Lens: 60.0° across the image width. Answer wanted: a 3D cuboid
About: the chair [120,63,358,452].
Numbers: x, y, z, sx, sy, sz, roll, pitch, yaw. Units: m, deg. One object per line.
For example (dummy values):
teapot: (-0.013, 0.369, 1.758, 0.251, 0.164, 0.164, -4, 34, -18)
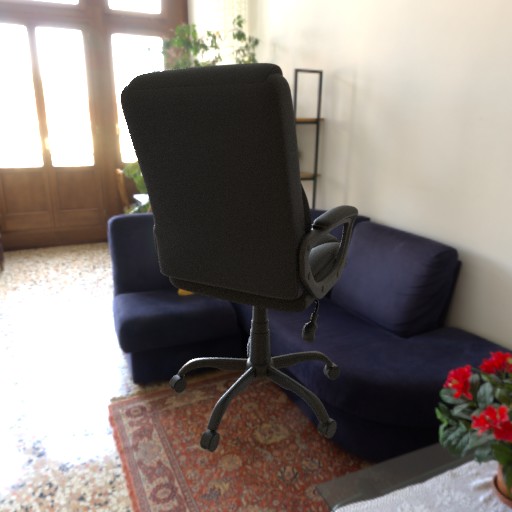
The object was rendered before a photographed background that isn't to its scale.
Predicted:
chair: (0.000, 0.000, 1.430, 0.615, 1.072, 0.655, 9, 18, 28)
